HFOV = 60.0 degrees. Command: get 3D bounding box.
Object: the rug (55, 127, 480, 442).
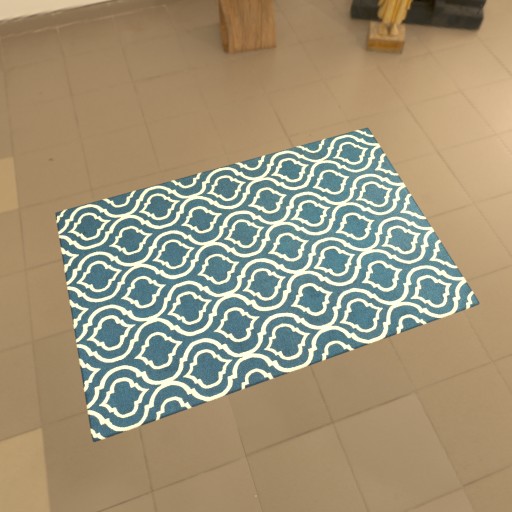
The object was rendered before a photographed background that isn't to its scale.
[{"bbox_3d":[0.000,0.000,2.126,1.753,0.010,1.143,-17,63,-9],"label":"rug"}]
